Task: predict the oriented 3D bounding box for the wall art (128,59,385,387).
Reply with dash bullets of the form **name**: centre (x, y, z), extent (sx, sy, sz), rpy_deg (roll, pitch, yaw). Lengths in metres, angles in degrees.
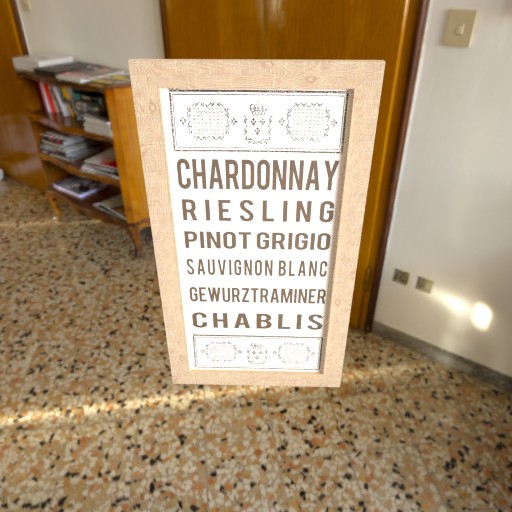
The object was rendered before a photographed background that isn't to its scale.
- **wall art**: centre (0.000, 0.000, 0.838), extent (0.381, 0.683, 0.013), rpy_deg (1, 31, 1)
